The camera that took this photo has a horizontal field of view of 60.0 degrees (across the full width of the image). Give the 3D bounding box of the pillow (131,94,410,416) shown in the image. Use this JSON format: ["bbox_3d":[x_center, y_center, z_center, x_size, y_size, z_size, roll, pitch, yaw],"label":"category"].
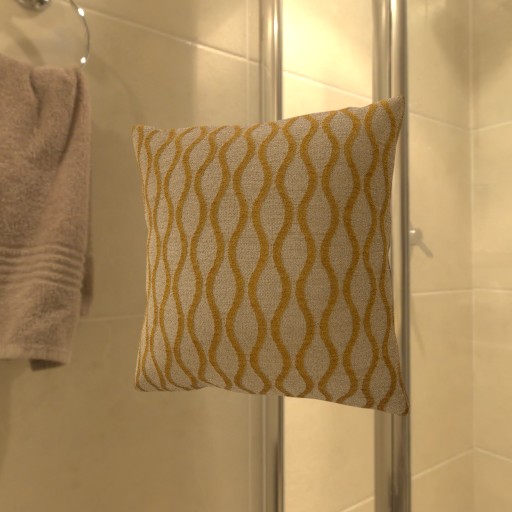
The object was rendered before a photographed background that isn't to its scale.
[{"bbox_3d":[0.000,0.000,0.655,0.429,0.436,0.159,0,-1,17],"label":"pillow"}]
